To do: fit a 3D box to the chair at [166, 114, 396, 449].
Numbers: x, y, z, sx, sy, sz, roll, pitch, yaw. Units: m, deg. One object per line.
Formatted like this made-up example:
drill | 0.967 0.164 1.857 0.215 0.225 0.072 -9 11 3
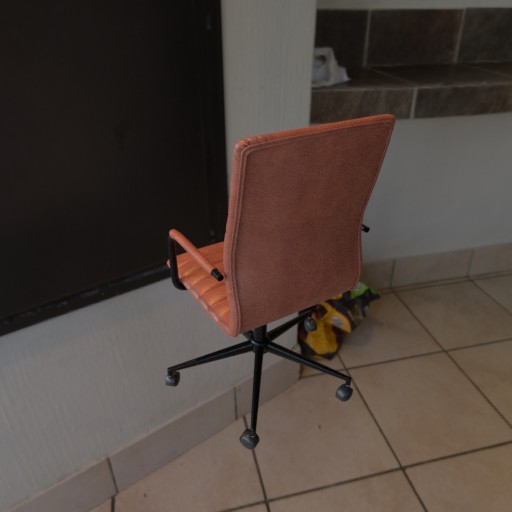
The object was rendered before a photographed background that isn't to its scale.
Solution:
chair | 0.000 0.000 1.302 0.600 0.878 0.578 -17 35 -27
